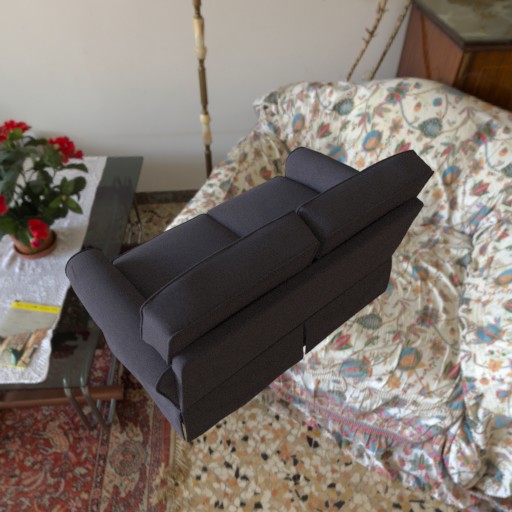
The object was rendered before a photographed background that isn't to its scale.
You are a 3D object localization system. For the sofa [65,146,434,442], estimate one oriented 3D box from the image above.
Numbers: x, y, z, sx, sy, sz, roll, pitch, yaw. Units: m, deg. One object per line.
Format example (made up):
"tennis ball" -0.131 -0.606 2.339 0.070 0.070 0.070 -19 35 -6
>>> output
"sofa" 0.000 0.000 2.472 1.801 1.059 0.997 -31 52 -28
